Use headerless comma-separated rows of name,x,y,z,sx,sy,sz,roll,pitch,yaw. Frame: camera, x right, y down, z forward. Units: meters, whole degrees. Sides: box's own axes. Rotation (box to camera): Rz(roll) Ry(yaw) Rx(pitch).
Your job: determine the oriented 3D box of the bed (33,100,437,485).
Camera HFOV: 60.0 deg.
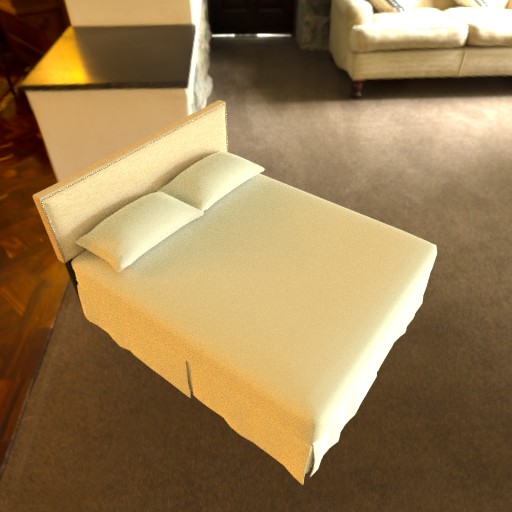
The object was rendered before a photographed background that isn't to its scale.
bed,0.000,0.000,2.800,1.876,1.016,1.616,27,49,26
